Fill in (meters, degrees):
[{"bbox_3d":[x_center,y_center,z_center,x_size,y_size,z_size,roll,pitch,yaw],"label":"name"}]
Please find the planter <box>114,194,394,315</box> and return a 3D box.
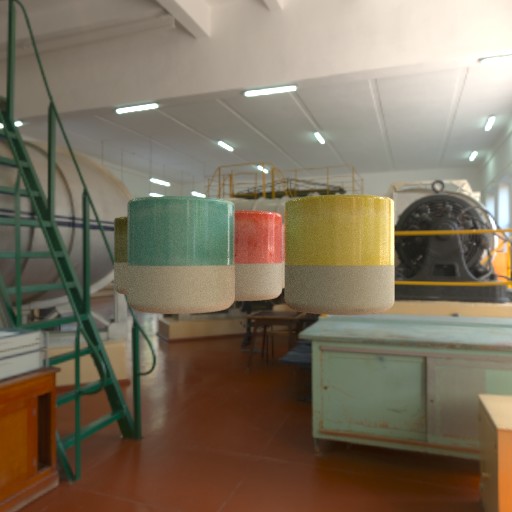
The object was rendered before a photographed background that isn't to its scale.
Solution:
[{"bbox_3d":[0.000,0.000,0.399,0.257,0.075,0.286,0,0,-36],"label":"planter"}]
